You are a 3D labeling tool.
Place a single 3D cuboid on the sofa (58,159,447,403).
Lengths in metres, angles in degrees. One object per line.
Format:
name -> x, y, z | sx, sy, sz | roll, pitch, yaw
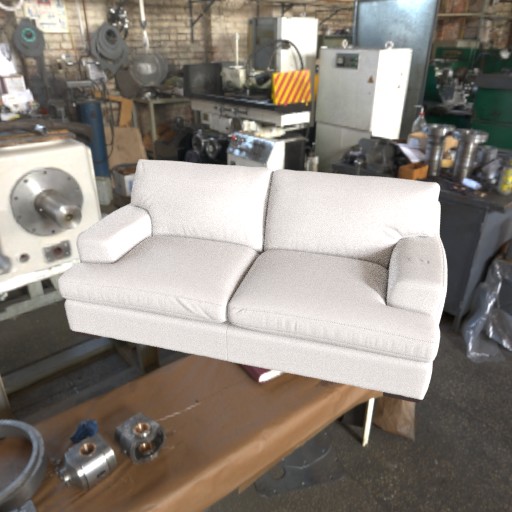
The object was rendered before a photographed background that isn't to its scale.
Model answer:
sofa -> 0.000, 0.000, 2.832 | 2.261, 0.940, 1.143 | 7, 27, 15
